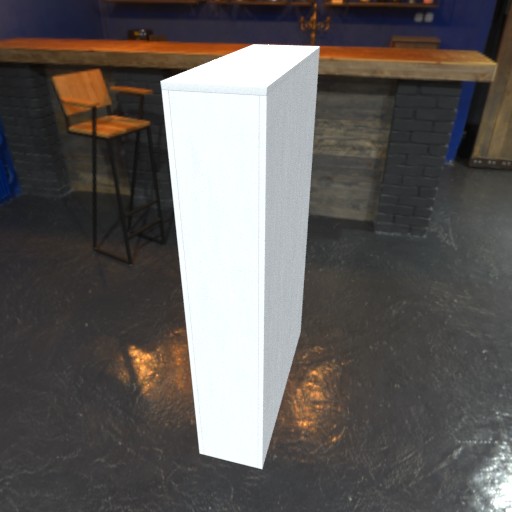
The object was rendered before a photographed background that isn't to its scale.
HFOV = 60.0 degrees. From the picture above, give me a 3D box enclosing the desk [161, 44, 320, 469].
[{"bbox_3d":[0.000,0.000,1.569,0.250,1.280,0.750,8,32,13],"label":"desk"}]
